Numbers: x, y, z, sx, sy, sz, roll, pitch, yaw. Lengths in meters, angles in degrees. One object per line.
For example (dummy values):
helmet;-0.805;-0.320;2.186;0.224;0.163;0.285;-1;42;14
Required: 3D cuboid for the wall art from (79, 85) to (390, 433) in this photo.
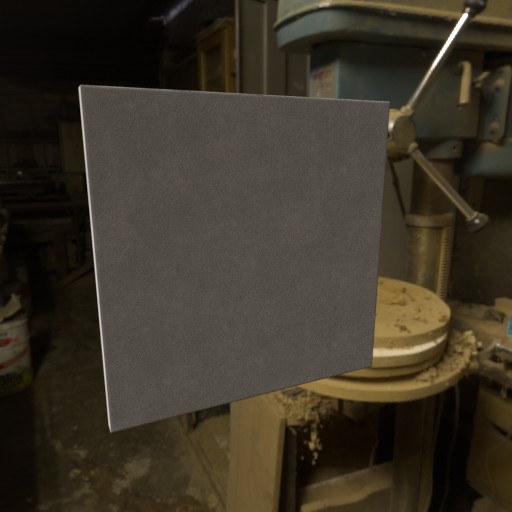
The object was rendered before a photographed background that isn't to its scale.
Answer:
wall art;0.000;0.000;0.442;0.303;0.303;0.015;-6;15;-24
